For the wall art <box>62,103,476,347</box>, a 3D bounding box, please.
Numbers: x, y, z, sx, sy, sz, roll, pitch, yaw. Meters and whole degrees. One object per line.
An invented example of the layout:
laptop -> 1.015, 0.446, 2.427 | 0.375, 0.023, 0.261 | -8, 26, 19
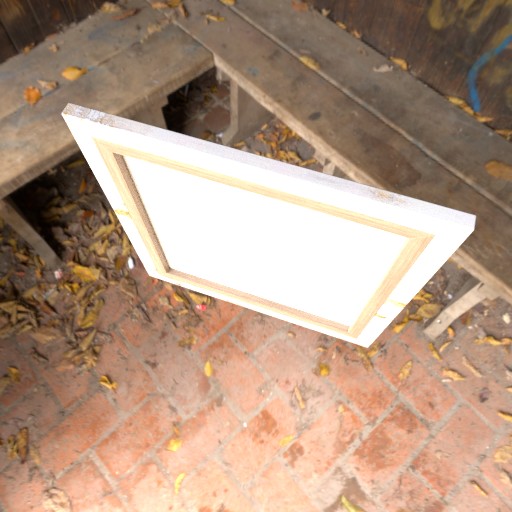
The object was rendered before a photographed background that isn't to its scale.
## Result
wall art -> 0.000, 0.000, 1.497 | 1.015, 1.018, 0.040 | 17, 65, 8
